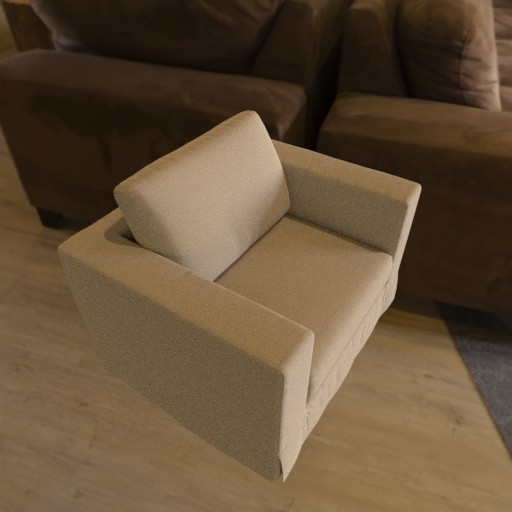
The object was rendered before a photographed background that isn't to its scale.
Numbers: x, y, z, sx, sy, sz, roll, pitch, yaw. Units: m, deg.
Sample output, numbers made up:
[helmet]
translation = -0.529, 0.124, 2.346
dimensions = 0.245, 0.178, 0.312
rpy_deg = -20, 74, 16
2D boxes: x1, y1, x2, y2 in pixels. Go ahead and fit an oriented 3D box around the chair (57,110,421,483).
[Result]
[chair]
translation = 0.000, 0.000, 1.814
dimensions = 0.957, 0.878, 1.150
rpy_deg = 24, 46, 25
